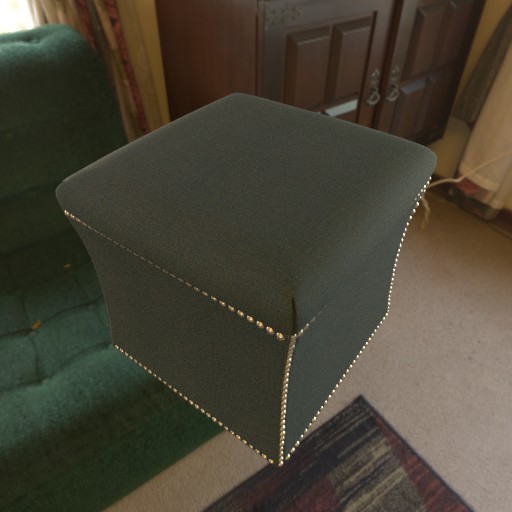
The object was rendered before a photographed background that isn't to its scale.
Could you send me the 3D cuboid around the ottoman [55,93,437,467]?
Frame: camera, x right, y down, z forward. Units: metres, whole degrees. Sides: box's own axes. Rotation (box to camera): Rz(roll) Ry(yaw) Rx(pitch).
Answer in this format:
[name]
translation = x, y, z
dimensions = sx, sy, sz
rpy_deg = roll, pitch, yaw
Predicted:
[ottoman]
translation = 0.000, 0.000, 0.901
dimensions = 0.497, 0.475, 0.507
rpy_deg = 26, 48, 27
